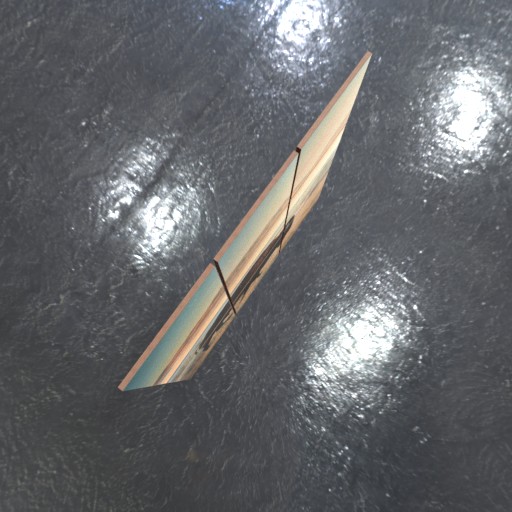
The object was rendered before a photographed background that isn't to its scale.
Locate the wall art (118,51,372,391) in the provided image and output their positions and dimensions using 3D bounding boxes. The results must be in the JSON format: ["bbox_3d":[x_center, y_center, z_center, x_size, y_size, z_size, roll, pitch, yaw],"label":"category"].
[{"bbox_3d":[0.000,0.000,1.367,0.018,0.904,0.906,34,78,8],"label":"wall art"}]
